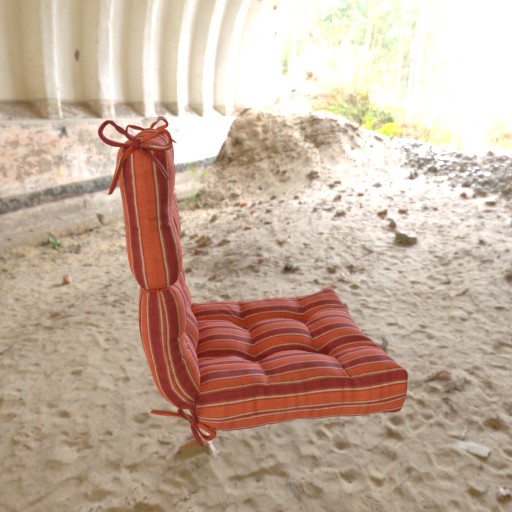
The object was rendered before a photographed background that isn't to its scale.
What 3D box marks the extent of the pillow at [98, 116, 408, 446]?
[{"bbox_3d":[0.000,0.000,1.010,0.571,0.605,0.519,-3,18,-10],"label":"pillow"}]
